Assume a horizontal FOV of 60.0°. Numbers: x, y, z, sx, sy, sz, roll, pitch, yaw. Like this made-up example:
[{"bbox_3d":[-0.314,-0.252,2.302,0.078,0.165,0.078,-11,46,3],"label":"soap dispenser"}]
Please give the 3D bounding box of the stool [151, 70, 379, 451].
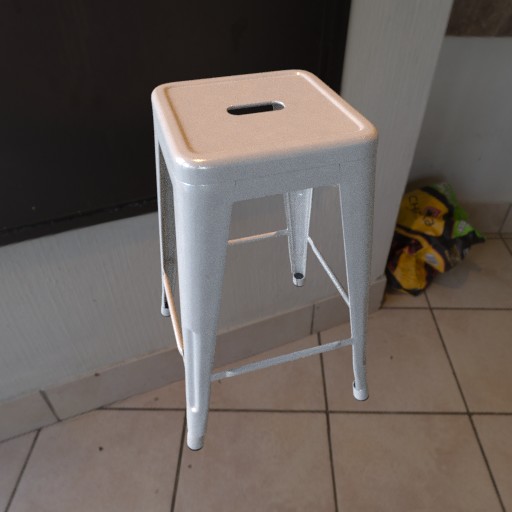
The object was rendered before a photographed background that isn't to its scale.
[{"bbox_3d":[0.000,0.000,0.879,0.406,0.610,0.406,-12,42,-13],"label":"stool"}]
